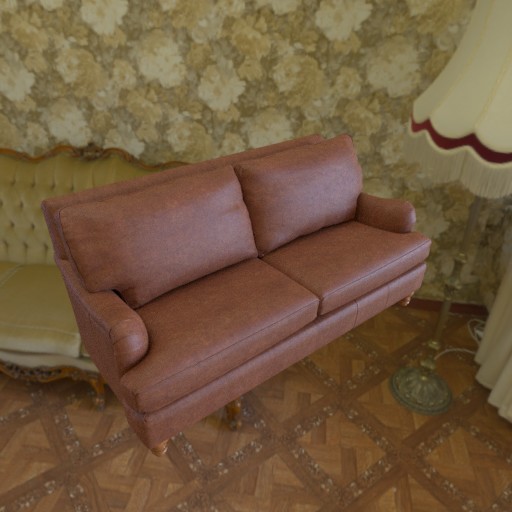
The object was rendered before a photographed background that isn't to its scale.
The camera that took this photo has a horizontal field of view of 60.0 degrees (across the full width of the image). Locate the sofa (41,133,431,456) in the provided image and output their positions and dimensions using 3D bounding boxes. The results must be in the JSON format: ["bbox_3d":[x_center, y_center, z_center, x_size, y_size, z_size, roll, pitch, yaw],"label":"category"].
[{"bbox_3d":[0.000,0.000,2.732,2.144,1.071,1.147,-22,38,-32],"label":"sofa"}]
